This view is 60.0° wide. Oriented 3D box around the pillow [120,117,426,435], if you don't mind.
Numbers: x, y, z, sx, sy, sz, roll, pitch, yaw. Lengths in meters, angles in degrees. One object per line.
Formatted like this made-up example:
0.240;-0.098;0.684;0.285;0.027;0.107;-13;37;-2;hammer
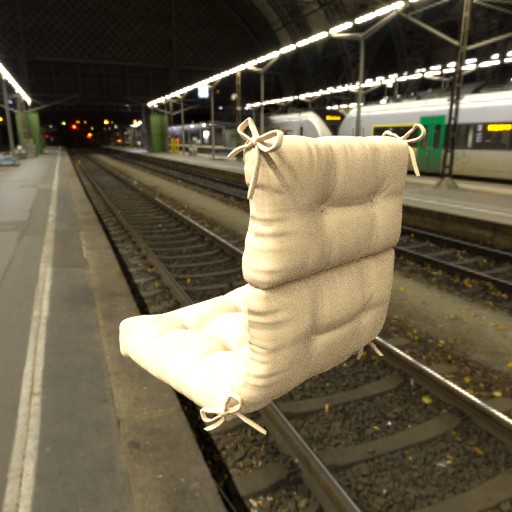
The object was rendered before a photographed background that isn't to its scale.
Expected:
0.000;0.000;1.055;0.519;0.605;0.571;-14;20;-42;pillow
